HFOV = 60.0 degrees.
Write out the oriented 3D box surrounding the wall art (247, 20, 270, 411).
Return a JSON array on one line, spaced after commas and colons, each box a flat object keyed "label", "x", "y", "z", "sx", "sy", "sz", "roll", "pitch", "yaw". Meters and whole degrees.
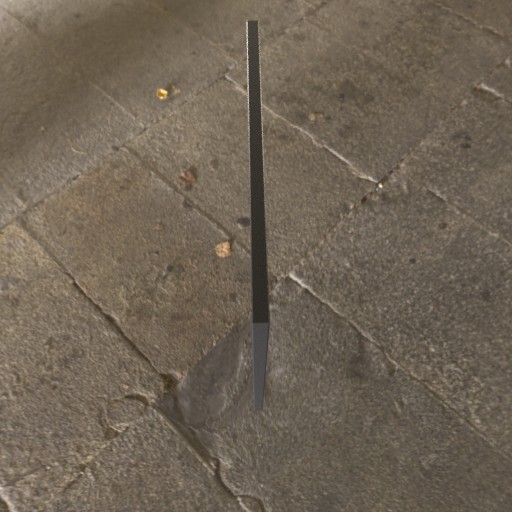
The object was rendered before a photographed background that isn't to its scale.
[{"label": "wall art", "x": 0.000, "y": 0.000, "z": 1.371, "sx": 0.030, "sy": 1.027, "sz": 0.774, "roll": -1, "pitch": 63, "yaw": -1}]
